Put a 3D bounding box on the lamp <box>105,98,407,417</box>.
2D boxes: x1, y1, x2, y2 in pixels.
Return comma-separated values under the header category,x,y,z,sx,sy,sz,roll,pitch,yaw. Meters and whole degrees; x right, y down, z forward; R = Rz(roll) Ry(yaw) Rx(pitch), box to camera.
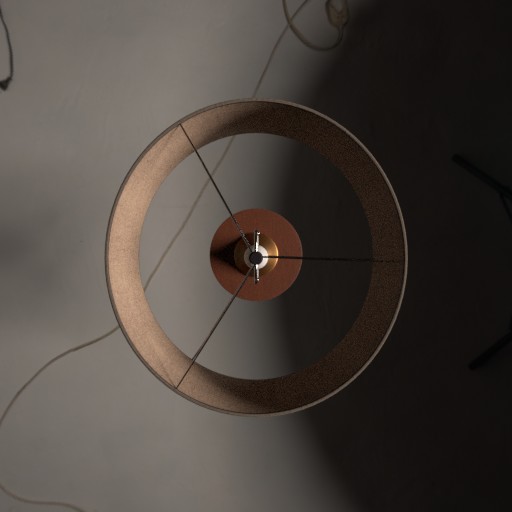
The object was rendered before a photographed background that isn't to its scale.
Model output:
category,x,y,z,sx,sy,sz,roll,pitch,yaw
lamp,0.000,0.000,0.843,0.396,0.551,0.417,0,91,0
